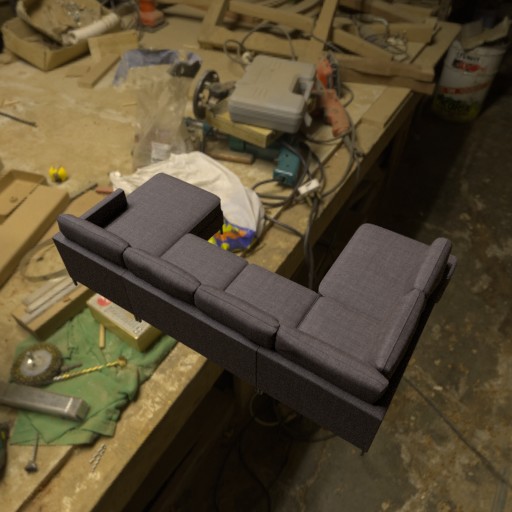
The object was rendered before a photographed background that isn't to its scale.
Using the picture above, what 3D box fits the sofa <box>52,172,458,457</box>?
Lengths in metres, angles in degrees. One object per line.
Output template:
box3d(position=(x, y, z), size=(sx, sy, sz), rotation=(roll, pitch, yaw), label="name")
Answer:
box3d(position=(0.000, 0.000, 4.385), size=(3.423, 0.999, 2.048), rotation=(25, 51, 22), label="sofa")
